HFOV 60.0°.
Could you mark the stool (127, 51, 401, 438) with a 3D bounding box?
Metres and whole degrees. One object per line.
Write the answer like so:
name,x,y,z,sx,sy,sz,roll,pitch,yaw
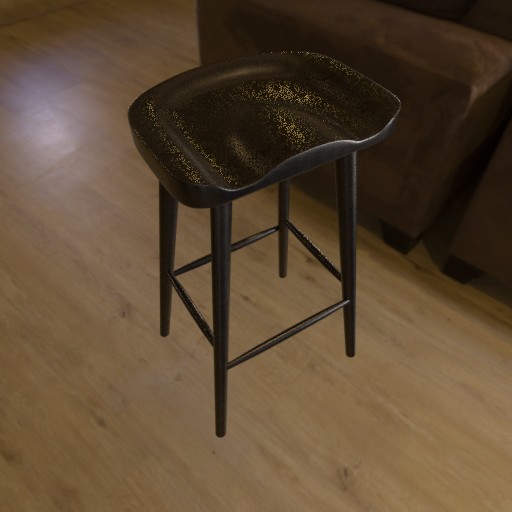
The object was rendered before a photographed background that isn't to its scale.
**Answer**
stool,0.000,0.000,0.985,0.440,0.749,0.361,-25,53,-21
